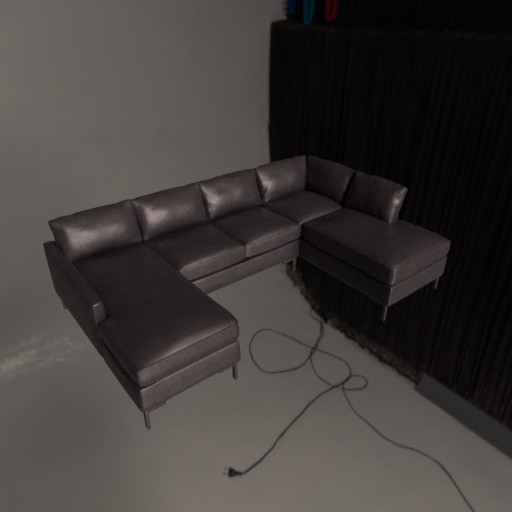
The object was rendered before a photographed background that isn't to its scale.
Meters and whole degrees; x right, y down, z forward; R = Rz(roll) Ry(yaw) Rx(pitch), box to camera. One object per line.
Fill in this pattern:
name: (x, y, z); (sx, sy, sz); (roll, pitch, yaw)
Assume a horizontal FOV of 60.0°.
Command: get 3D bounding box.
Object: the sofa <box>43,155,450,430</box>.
sofa: (0.000, 0.000, 3.848); (2.956, 0.900, 1.939); (-21, 36, -32)
